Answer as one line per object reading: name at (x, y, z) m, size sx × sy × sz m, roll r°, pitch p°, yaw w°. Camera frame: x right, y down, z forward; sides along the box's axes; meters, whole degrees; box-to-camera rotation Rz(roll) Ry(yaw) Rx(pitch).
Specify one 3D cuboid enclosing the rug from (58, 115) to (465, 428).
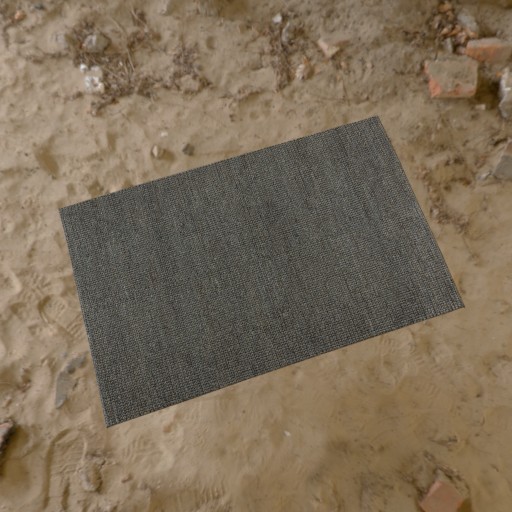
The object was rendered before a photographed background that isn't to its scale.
rug at (0.000, 0.000, 3.040) m, size 2.443 × 0.021 × 1.538 m, roll -17°, pitch 75°, yaw -5°
